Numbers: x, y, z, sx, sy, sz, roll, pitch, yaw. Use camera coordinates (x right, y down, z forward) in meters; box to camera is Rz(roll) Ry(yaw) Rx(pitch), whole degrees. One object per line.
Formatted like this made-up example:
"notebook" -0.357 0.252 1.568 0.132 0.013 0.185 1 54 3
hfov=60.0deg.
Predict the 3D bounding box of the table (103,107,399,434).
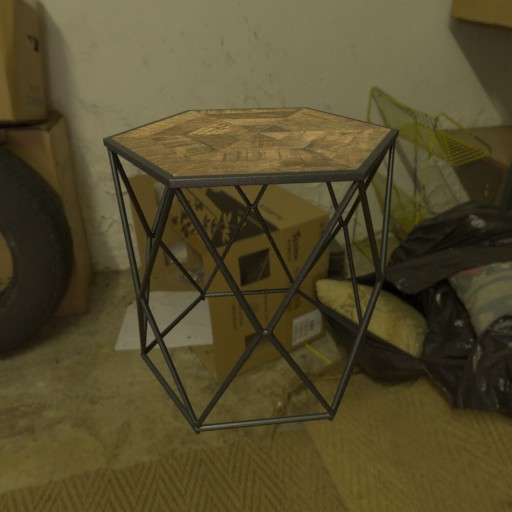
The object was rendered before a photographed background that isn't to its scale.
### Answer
"table" 0.000 0.000 1.026 0.579 0.564 0.578 -19 35 -31
